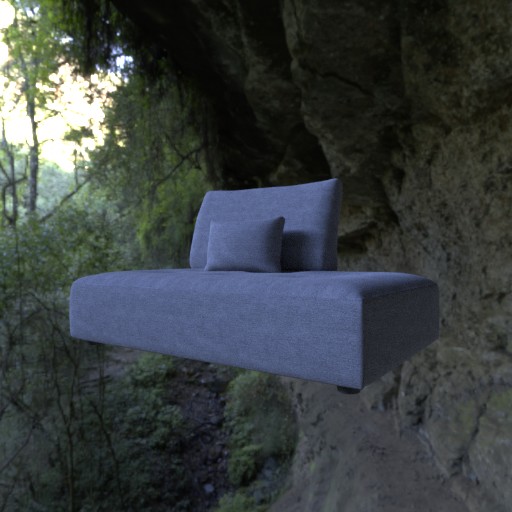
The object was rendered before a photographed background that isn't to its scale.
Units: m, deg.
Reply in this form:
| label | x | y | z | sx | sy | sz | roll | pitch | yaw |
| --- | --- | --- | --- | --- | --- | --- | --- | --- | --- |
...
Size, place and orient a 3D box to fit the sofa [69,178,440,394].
| label | x | y | z | sx | sy | sz | roll | pitch | yaw |
| --- | --- | --- | --- | --- | --- | --- | --- | --- | --- |
| sofa | 0.000 | 0.000 | 2.054 | 1.450 | 0.820 | 1.002 | 0 | 0 | 35 |
